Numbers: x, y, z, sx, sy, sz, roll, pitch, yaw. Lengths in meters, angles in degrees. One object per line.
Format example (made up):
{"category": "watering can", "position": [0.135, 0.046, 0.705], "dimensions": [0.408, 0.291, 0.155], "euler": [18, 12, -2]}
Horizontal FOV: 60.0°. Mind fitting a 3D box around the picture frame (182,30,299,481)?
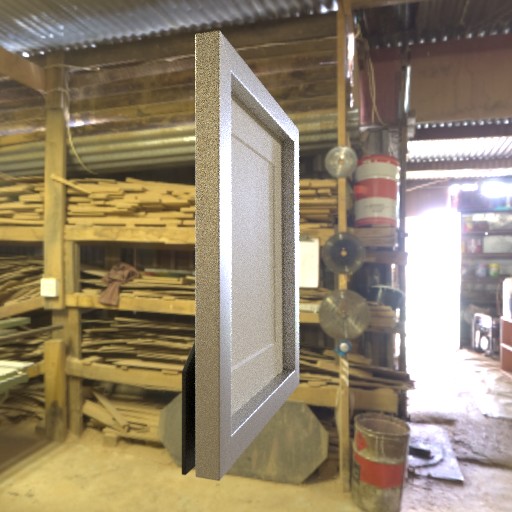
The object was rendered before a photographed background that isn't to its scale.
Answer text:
{"category": "picture frame", "position": [0.000, 0.000, 0.531], "dimensions": [0.036, 0.386, 0.307], "euler": [0, -1, 18]}
